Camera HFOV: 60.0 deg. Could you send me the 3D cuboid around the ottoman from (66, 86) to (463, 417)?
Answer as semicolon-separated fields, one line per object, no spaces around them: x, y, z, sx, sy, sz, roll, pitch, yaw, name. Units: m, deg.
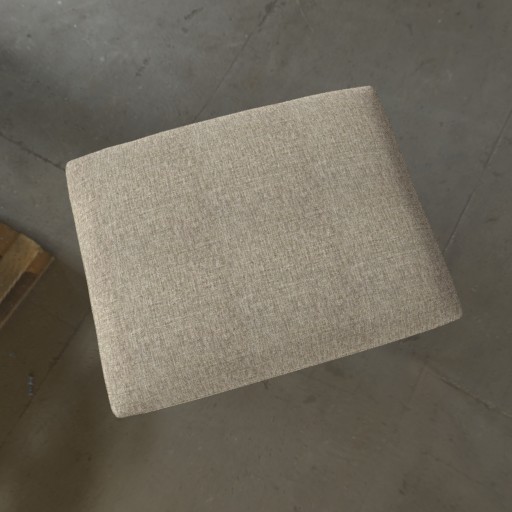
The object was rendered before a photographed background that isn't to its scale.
0.000;0.000;1.117;0.741;0.513;0.584;-15;76;-4;ottoman
